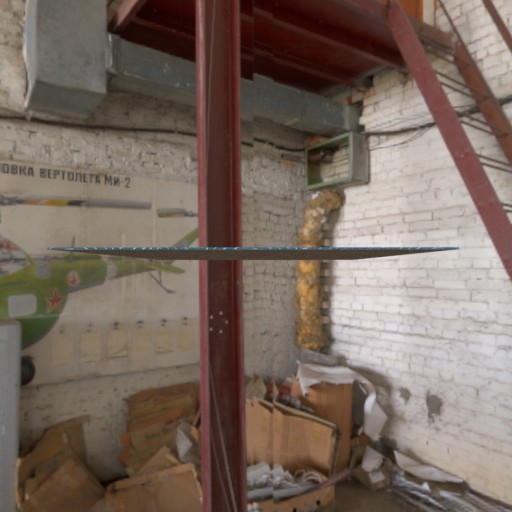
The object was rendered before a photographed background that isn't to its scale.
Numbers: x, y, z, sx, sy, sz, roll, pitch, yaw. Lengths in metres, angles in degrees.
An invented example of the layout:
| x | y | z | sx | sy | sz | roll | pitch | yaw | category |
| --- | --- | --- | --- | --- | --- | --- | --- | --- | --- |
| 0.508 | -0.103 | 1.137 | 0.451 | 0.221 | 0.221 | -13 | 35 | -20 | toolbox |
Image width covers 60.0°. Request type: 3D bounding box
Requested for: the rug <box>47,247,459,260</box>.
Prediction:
| x | y | z | sx | sy | sz | roll | pitch | yaw | category |
| --- | --- | --- | --- | --- | --- | --- | --- | --- | --- |
| 0.000 | 0.000 | 4.124 | 2.432 | 0.012 | 3.033 | 0 | -2 | 1 | rug |
